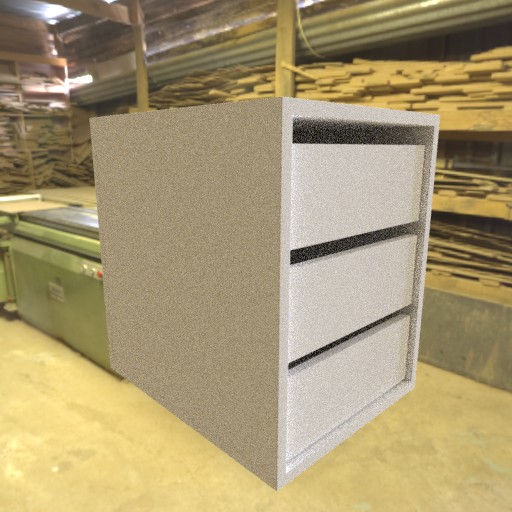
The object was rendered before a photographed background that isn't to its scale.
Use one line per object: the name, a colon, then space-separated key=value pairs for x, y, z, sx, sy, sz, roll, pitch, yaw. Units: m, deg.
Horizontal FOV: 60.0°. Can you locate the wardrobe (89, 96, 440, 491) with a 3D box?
wardrobe: x=0.000 y=0.000 z=0.864 sx=0.400 sy=0.520 sz=0.500 roll=-13 pitch=19 yaw=-42
